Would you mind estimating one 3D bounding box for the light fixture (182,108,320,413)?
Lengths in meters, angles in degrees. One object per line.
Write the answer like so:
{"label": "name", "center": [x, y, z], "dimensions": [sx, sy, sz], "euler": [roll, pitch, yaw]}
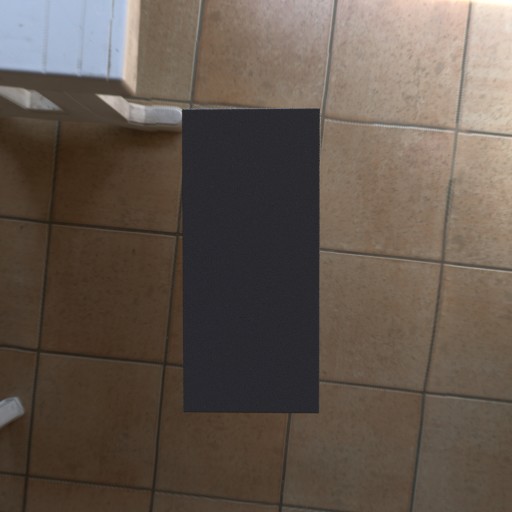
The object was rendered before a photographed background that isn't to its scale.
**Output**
{"label": "light fixture", "center": [0.000, 0.000, 0.849], "dimensions": [0.177, 0.557, 0.582], "euler": [0, 92, 1]}
